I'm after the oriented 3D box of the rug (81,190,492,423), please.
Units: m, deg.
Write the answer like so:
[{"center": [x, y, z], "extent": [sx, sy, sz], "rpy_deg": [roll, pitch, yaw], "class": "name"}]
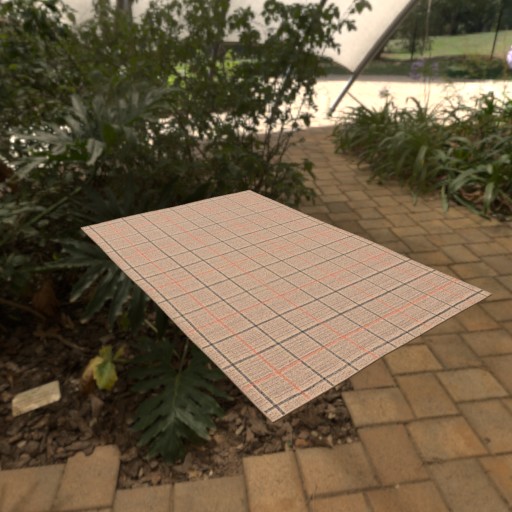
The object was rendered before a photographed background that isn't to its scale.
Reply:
[{"center": [0.000, 0.000, 2.275], "extent": [1.220, 0.013, 1.829], "rpy_deg": [-18, 31, -32], "class": "rug"}]
